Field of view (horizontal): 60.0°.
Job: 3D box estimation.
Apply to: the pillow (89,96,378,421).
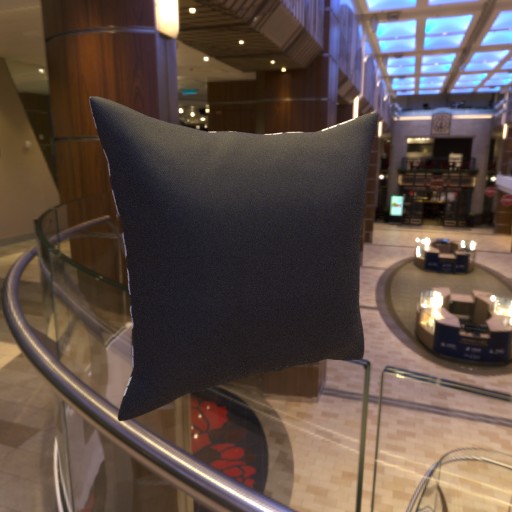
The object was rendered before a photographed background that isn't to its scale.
[{"bbox_3d":[0.000,0.000,0.763,0.504,0.494,0.188,-7,15,-26],"label":"pillow"}]
